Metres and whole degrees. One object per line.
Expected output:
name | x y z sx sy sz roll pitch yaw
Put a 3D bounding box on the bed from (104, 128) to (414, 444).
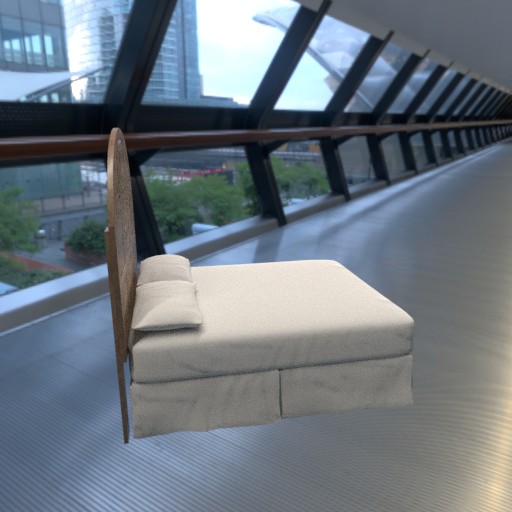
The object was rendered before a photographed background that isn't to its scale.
bed | 0.000 0.000 3.611 2.112 2.002 1.713 -3 16 -11
